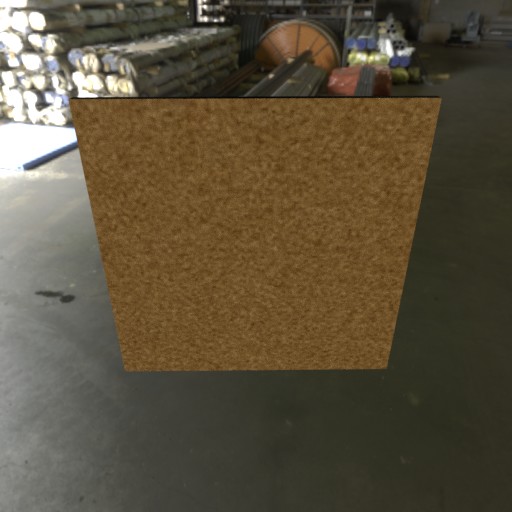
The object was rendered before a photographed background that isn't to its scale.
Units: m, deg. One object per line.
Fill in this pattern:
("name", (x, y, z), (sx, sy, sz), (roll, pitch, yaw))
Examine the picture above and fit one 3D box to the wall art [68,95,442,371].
("wall art", (0.000, 0.000, 0.648), (0.446, 0.445, 0.014), (0, 31, -1))
